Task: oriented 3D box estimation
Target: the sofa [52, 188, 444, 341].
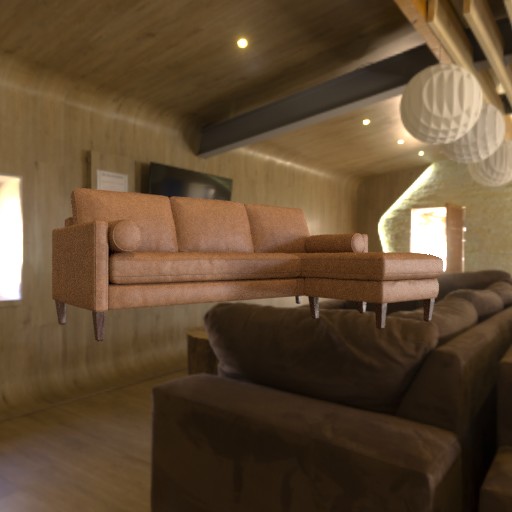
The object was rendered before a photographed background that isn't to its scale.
[{"bbox_3d":[0.000,0.000,2.925,2.178,0.876,1.506,0,0,-38],"label":"sofa"}]
